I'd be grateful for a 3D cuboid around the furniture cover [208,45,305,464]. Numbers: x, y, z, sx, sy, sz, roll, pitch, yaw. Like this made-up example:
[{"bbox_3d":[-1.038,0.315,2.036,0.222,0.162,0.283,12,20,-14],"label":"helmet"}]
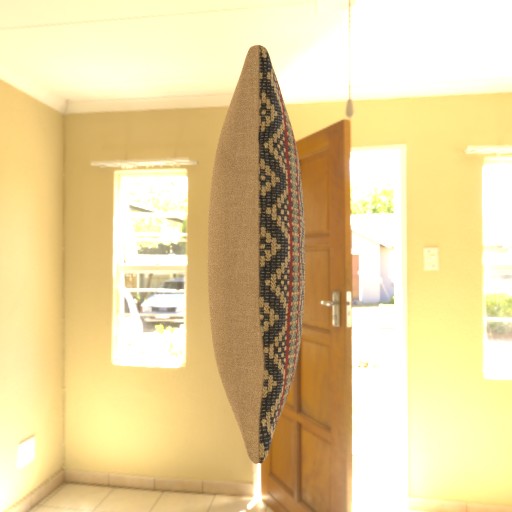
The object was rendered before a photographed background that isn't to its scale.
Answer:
[{"bbox_3d":[0.000,0.000,0.665,0.139,0.431,0.431,0,-1,-1],"label":"furniture cover"}]
